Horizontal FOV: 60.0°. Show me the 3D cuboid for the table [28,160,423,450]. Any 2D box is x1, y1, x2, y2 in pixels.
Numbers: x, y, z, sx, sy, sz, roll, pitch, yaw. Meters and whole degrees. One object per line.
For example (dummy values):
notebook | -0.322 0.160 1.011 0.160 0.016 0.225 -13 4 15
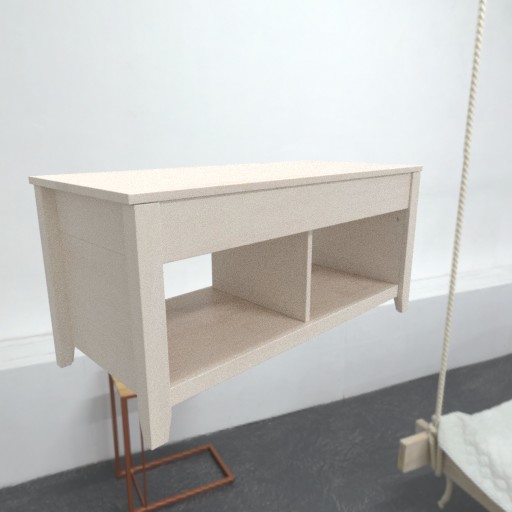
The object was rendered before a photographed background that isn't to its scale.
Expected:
table | 0.000 0.000 1.265 1.016 0.483 0.457 -14 21 -43
